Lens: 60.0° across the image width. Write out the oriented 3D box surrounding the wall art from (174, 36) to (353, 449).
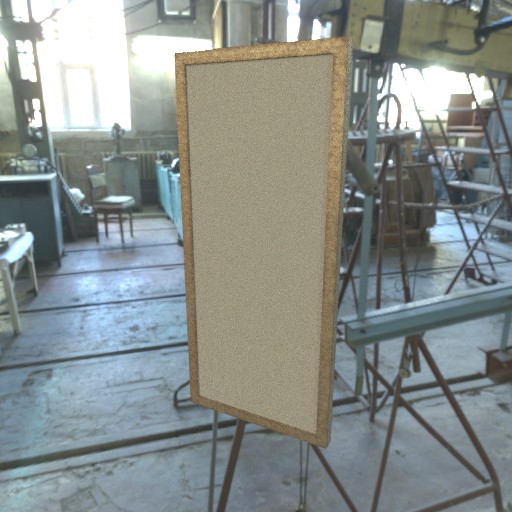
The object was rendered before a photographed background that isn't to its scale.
[{"bbox_3d":[0.000,0.000,1.685,0.648,1.461,0.051,9,18,27],"label":"wall art"}]
